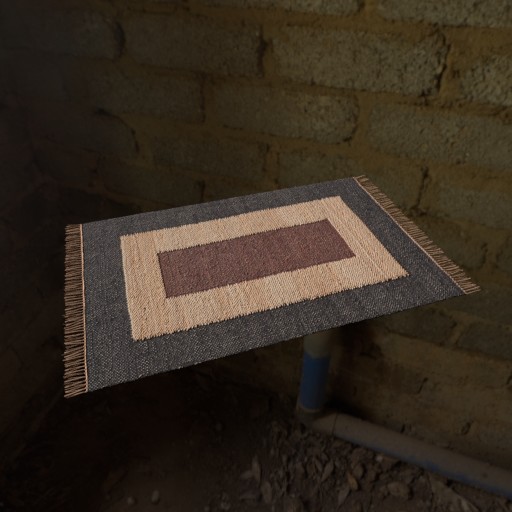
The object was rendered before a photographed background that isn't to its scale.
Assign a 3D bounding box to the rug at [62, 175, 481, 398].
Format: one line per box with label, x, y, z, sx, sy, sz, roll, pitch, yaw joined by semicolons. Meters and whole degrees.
rug;0.000;0.000;2.446;2.021;0.027;1.224;-12;41;-14
